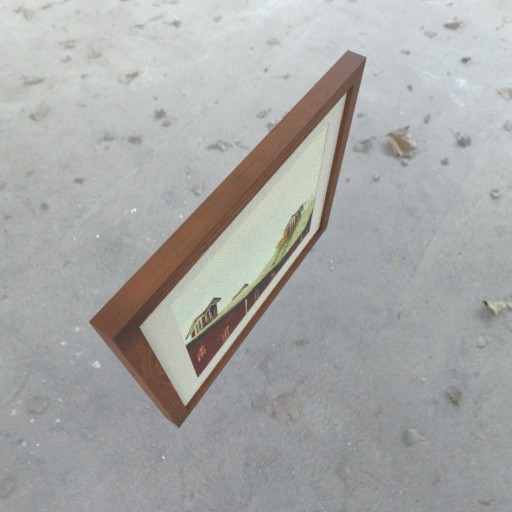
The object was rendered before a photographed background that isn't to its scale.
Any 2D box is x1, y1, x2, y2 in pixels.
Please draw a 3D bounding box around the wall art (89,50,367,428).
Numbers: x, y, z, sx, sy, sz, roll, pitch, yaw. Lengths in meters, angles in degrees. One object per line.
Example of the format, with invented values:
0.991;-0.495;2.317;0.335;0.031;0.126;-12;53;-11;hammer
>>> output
0.000;0.000;0.765;0.033;0.457;0.558;30;63;17;wall art
